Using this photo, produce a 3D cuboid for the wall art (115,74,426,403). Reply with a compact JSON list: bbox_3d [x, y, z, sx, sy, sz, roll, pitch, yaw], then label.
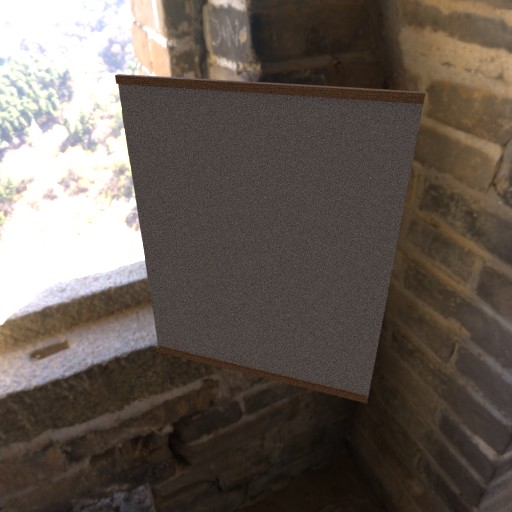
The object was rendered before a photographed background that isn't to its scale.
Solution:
[{"bbox_3d":[0.000,0.000,0.686,0.404,0.507,0.010,10,32,16],"label":"wall art"}]
